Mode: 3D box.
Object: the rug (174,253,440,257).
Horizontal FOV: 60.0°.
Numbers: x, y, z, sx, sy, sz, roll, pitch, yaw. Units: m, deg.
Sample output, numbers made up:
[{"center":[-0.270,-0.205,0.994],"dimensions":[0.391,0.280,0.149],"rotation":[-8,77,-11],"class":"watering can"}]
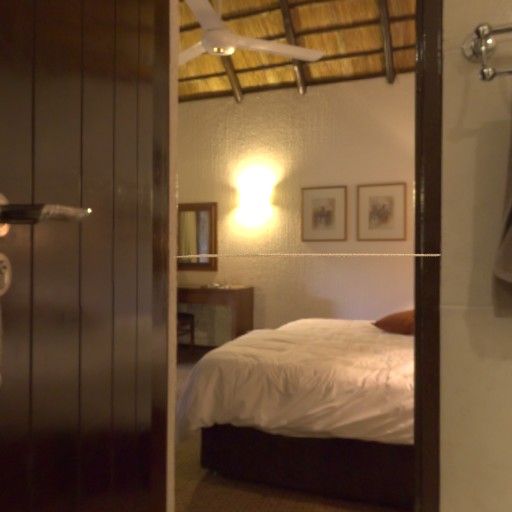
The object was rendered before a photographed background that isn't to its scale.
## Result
[{"center":[0.000,0.000,2.646],"dimensions":[0.712,0.013,2.346],"rotation":[0,0,-17],"class":"rug"}]
